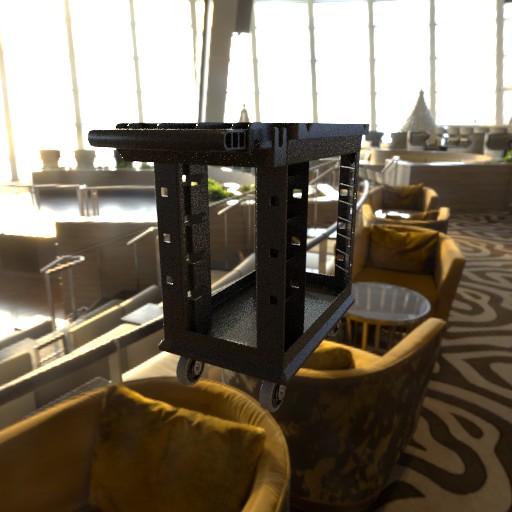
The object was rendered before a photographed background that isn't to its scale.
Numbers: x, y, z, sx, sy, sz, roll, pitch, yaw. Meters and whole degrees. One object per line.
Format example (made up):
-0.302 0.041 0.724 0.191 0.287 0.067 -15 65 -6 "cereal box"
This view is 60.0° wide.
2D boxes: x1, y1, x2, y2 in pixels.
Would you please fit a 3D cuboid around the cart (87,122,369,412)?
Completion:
0.000 0.000 1.539 0.497 0.884 1.061 8 18 27 "cart"
